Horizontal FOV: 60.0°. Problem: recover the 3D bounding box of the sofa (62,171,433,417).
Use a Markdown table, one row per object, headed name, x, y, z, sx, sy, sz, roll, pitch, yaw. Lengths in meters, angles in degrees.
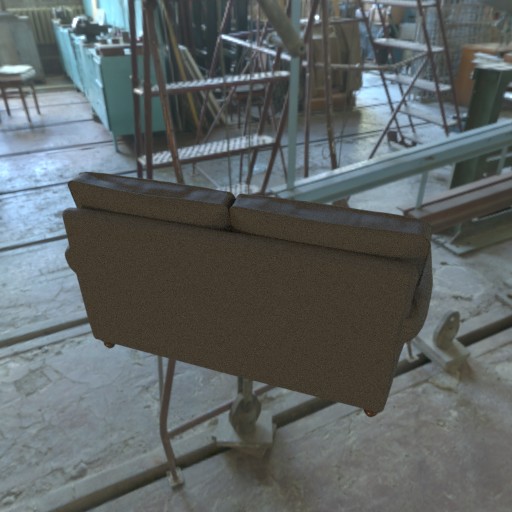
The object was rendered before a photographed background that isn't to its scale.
| name | x | y | z | sx | sy | sz | roll | pitch | yaw |
| --- | --- | --- | --- | --- | --- | --- | --- | --- | --- |
| sofa | 0.000 | 0.000 | 2.259 | 1.665 | 0.937 | 0.964 | 10 | 34 | 16 |
